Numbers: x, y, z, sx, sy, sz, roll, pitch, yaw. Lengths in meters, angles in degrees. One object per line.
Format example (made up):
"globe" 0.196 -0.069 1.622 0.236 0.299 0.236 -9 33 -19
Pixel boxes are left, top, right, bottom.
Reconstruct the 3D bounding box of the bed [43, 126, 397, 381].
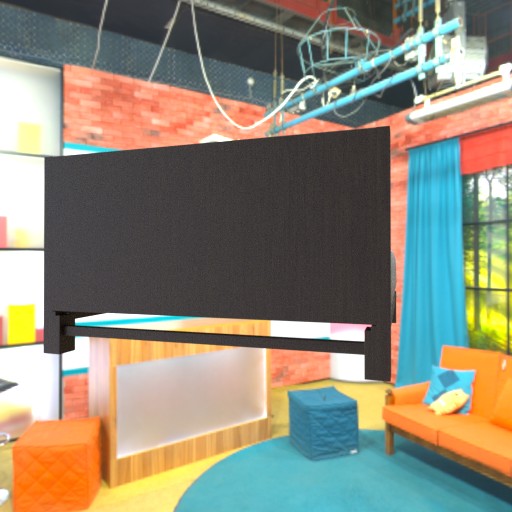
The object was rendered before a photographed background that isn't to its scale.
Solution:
"bed" 0.000 0.000 3.576 2.143 1.261 2.238 0 -1 18
